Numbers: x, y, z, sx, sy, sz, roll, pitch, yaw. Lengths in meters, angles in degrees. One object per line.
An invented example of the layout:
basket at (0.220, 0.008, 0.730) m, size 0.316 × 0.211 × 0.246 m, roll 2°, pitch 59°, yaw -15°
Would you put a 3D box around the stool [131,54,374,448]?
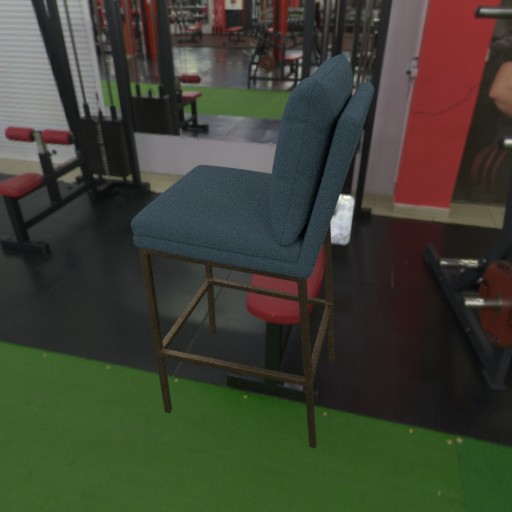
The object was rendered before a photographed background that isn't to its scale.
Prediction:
stool at (0.000, 0.000, 1.386) m, size 0.568 × 1.124 × 0.463 m, roll 9°, pitch 32°, yaw 15°
